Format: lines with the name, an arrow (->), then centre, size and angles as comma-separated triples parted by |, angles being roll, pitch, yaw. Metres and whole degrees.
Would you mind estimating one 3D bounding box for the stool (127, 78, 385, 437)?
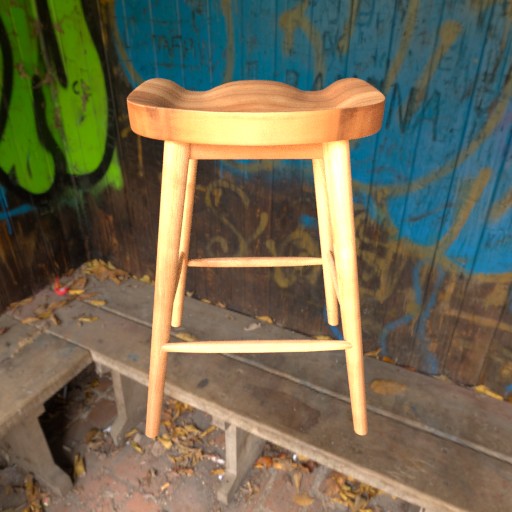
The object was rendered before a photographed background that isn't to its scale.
stool -> 0.000, 0.000, 0.868 | 0.440, 0.615, 0.361 | 0, 30, -1
